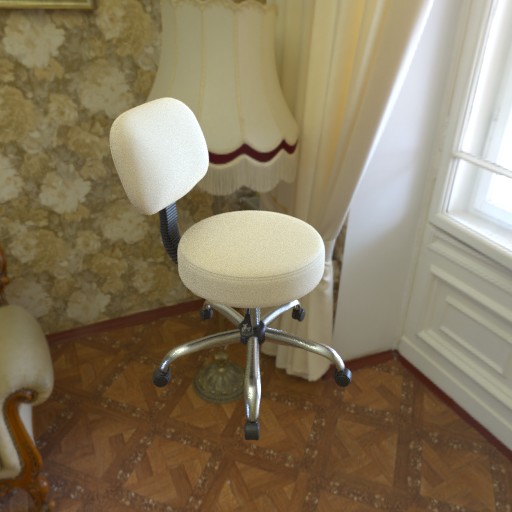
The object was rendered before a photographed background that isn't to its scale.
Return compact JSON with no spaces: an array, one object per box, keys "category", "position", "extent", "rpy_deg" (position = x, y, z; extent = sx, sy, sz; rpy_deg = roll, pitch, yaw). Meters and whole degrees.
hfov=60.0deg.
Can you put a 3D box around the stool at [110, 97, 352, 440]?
[{"category":"stool","position":[0.000,0.000,1.263],"extent":[0.616,0.810,0.609],"rpy_deg":[9,30,16]}]
